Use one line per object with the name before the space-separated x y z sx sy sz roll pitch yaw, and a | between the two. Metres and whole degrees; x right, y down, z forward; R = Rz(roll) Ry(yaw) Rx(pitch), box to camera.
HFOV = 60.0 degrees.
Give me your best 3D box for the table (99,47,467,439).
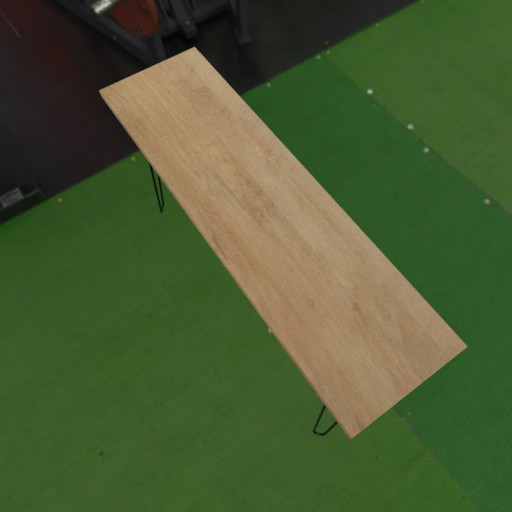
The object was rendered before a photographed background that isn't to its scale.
table | 0.000 0.000 1.737 0.399 0.799 1.400 -32 68 -15
